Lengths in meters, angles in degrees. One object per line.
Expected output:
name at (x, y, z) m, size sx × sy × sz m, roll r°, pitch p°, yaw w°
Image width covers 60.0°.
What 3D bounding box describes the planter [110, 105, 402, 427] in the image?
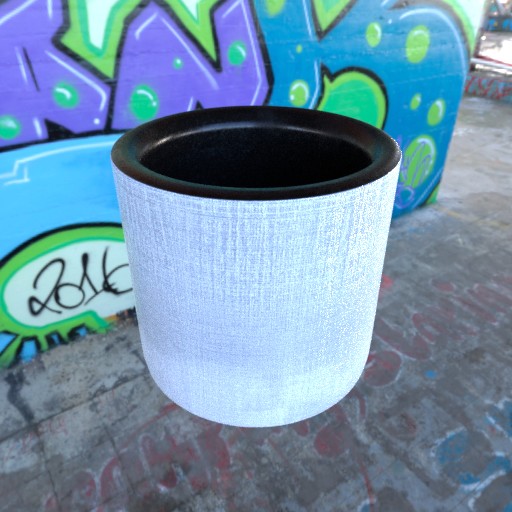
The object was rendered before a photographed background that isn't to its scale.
planter at (0.000, 0.000, 0.288) m, size 0.160 × 0.156 × 0.160 m, roll 0°, pitch 32°, yaw 0°
